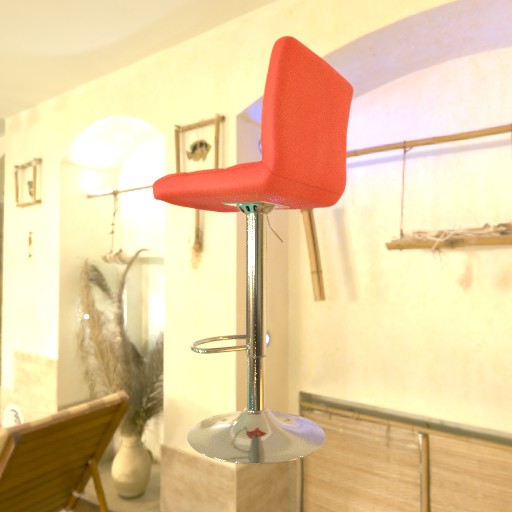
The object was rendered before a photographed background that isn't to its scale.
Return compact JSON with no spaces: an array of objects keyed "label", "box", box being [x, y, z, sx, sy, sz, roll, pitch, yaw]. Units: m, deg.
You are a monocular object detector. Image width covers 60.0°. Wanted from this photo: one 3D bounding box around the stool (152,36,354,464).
[{"label":"stool","box":[0.000,0.000,1.390,0.505,1.115,0.430,-1,-1,35]}]
